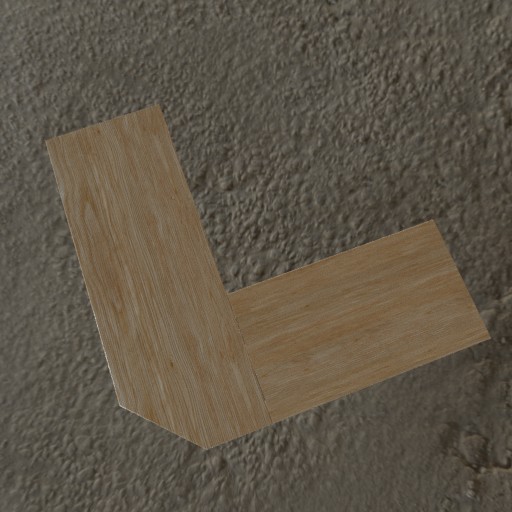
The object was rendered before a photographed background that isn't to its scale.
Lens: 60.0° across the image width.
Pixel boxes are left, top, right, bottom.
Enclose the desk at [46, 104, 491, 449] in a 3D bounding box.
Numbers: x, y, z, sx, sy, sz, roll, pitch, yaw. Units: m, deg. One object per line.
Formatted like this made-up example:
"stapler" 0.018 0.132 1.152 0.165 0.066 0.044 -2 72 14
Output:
"desk" 0.000 0.000 2.124 1.379 0.739 1.379 -20 77 -5
